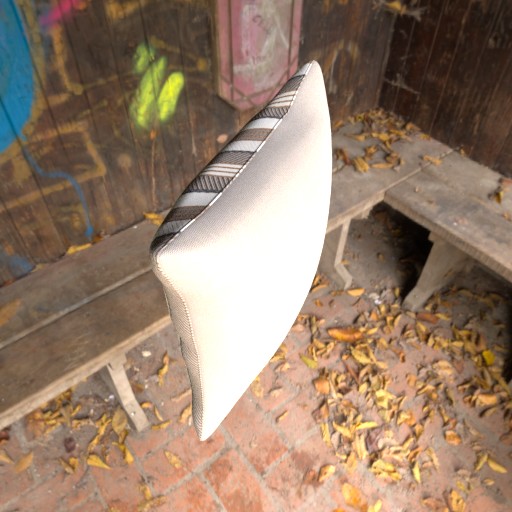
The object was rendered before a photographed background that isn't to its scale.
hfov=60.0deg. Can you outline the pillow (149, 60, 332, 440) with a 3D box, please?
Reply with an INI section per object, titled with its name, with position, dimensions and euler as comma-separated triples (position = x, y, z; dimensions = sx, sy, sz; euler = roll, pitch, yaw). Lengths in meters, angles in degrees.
[pillow]
position = 0.000, 0.000, 0.634
dimensions = 0.173, 0.401, 0.416
euler = 17, 49, 16
